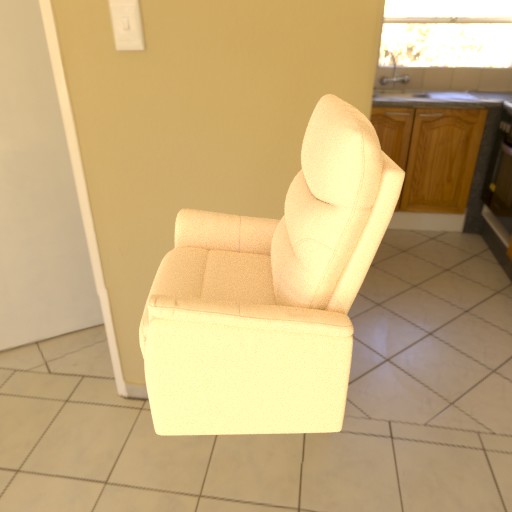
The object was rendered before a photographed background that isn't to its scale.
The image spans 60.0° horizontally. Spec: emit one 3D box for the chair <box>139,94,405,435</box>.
[{"bbox_3d":[0.000,0.000,1.652,0.831,1.082,0.775,-1,28,-1],"label":"chair"}]
